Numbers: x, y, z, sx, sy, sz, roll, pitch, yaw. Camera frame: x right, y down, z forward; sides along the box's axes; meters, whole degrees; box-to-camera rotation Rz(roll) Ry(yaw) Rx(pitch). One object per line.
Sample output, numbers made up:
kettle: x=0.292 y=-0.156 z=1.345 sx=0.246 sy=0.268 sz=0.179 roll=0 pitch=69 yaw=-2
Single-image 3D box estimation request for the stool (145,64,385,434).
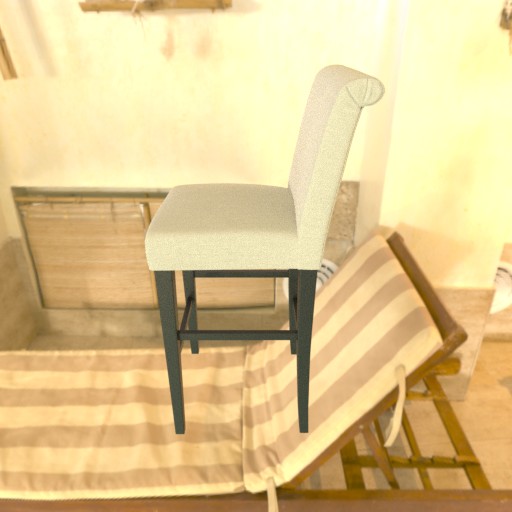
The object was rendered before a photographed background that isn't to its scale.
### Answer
stool: x=0.000 y=0.000 z=1.444 sx=0.597 sy=1.124 sz=0.452 roll=0 pitch=27 yaw=0
